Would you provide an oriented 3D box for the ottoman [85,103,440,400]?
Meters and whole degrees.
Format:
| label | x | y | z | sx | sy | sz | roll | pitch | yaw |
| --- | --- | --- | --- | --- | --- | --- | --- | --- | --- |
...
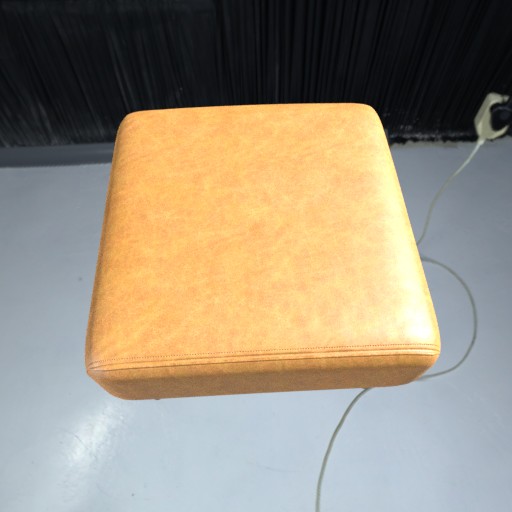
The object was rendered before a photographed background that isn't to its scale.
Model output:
| label | x | y | z | sx | sy | sz | roll | pitch | yaw |
| --- | --- | --- | --- | --- | --- | --- | --- | --- | --- |
| ottoman | 0.000 | 0.000 | 1.050 | 0.650 | 0.399 | 0.650 | -3 | 59 | -2 |
